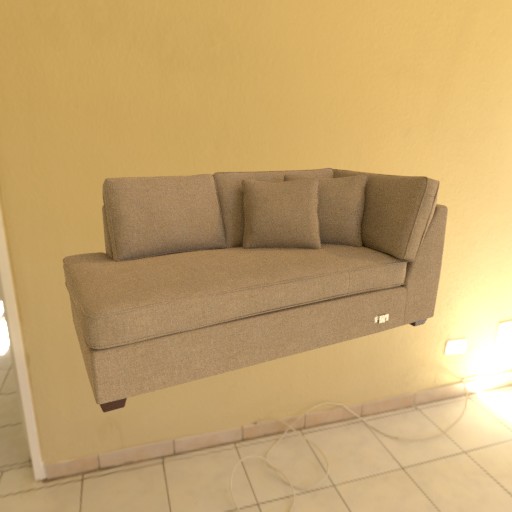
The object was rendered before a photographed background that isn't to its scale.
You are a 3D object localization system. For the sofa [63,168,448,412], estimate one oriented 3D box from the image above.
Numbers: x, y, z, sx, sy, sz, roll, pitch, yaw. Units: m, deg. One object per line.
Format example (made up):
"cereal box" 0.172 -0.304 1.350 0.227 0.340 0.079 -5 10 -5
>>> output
"sofa" 0.000 0.000 2.846 2.238 1.019 1.110 -8 18 -26
